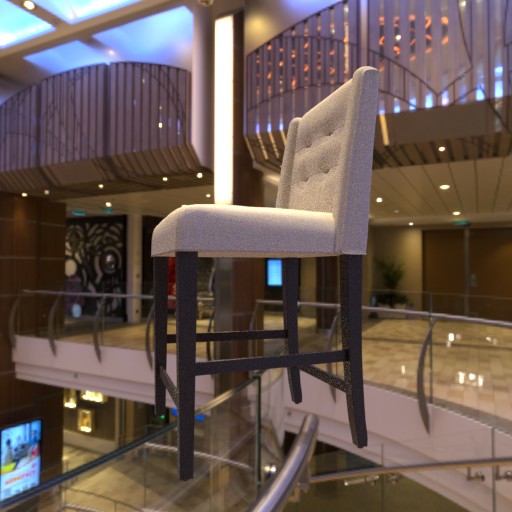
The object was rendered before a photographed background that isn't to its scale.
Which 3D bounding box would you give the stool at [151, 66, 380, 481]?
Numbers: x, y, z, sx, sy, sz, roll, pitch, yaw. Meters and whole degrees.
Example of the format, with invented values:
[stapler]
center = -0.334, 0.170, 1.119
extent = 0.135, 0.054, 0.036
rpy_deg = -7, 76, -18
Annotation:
[stool]
center = 0.000, 0.000, 1.202
extent = 0.509, 0.939, 0.474
rpy_deg = 1, -2, -19
